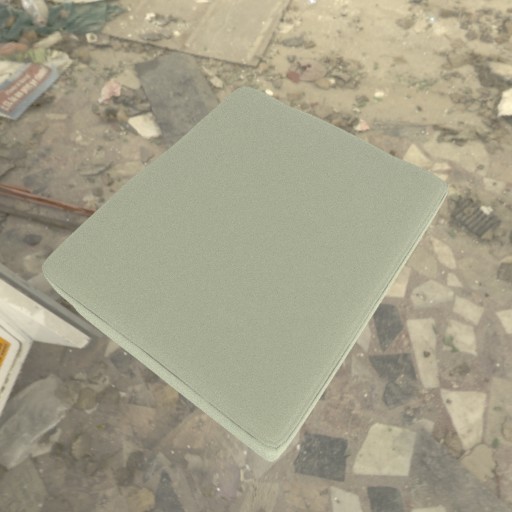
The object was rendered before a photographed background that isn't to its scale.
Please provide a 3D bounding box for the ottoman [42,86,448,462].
[{"bbox_3d":[0.000,0.000,1.483,0.842,0.494,0.991,32,64,18],"label":"ottoman"}]
